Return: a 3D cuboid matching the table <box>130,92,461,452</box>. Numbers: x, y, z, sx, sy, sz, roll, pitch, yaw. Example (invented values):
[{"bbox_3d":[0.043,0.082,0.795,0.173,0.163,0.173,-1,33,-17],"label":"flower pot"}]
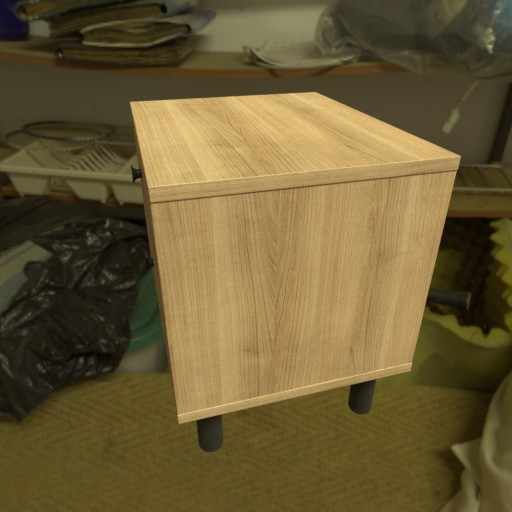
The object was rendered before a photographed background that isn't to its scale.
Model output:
[{"bbox_3d":[0.000,0.000,0.782,0.380,0.460,0.445,-8,31,-14],"label":"table"}]
